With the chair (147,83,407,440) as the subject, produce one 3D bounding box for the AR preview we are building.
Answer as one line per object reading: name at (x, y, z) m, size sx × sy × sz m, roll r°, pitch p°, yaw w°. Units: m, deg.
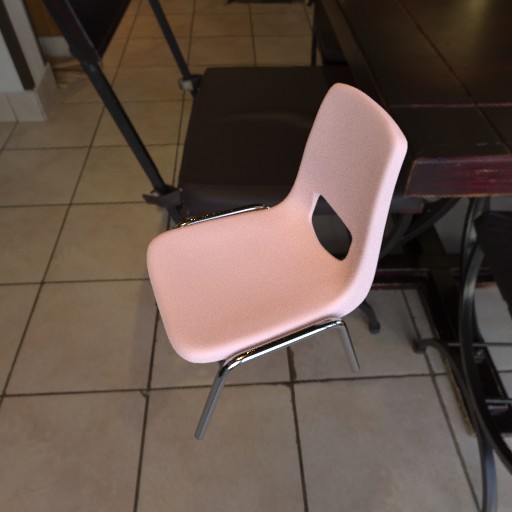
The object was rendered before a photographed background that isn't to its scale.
chair at (0.000, 0.000, 0.809) m, size 0.385 × 0.536 × 0.354 m, roll -16°, pitch 49°, yaw -15°
